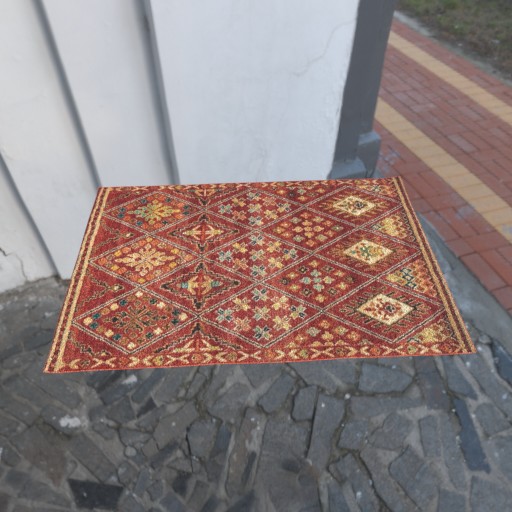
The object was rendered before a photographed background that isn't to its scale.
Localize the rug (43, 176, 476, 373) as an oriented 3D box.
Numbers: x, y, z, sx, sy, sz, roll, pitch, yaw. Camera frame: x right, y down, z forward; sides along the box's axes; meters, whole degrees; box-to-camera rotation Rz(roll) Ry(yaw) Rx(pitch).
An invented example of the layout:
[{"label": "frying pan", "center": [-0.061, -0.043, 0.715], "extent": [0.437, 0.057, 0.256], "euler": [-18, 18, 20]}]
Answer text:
[{"label": "rug", "center": [0.000, 0.000, 2.833], "extent": [2.286, 0.026, 1.521], "euler": [-2, 47, -2]}]
